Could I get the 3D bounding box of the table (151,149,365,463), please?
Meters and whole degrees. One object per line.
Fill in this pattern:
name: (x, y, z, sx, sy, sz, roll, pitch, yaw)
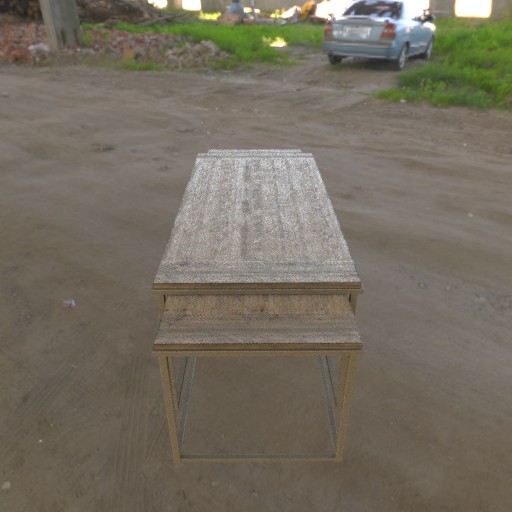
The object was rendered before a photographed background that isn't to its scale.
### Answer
table: (0.000, 0.000, 1.541, 0.489, 0.427, 1.312, 0, 30, 0)
